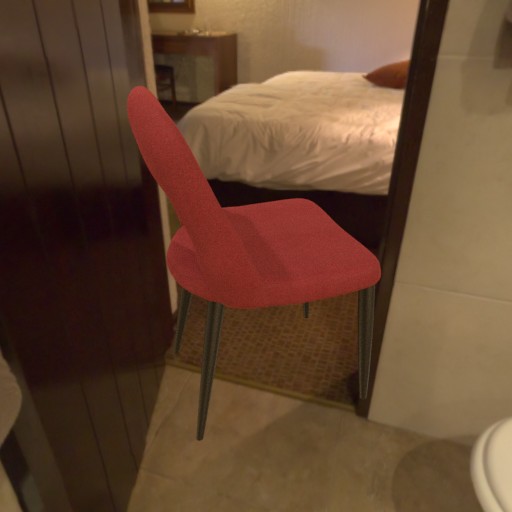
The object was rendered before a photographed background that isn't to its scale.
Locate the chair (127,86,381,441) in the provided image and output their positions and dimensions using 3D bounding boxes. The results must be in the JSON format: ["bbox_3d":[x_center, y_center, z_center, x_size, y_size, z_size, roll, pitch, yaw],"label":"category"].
[{"bbox_3d":[0.000,0.000,1.224,0.569,0.892,0.483,-10,32,-16],"label":"chair"}]
